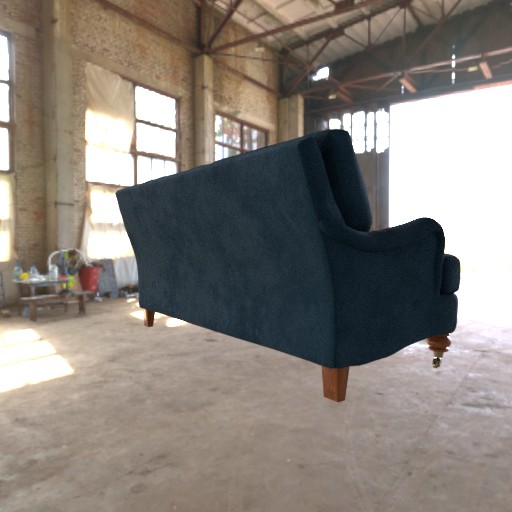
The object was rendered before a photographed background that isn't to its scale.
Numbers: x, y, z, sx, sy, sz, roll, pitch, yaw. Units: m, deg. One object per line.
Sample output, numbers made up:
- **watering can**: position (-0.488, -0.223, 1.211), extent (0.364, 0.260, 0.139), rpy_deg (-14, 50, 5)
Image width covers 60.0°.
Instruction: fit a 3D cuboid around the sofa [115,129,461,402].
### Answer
- **sofa**: position (0.000, 0.000, 2.748), extent (1.084, 1.101, 2.141), rpy_deg (-1, 2, -36)
